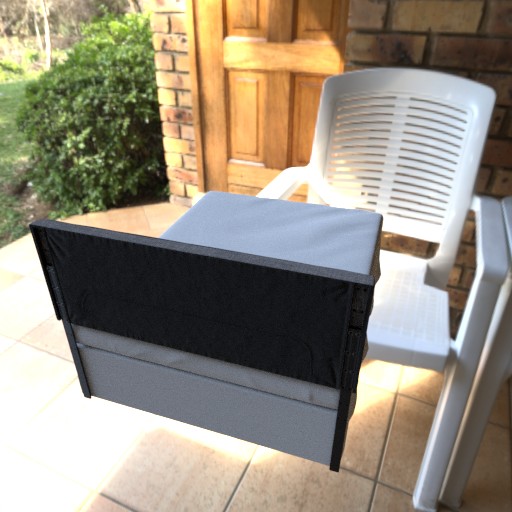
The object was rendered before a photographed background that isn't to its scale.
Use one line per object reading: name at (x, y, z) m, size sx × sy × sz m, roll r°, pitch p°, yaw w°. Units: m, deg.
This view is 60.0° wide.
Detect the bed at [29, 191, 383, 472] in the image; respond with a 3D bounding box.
bed at (0.000, 0.000, 2.941) m, size 1.621 × 1.168 × 1.958 m, roll 10°, pitch 33°, yaw 16°
